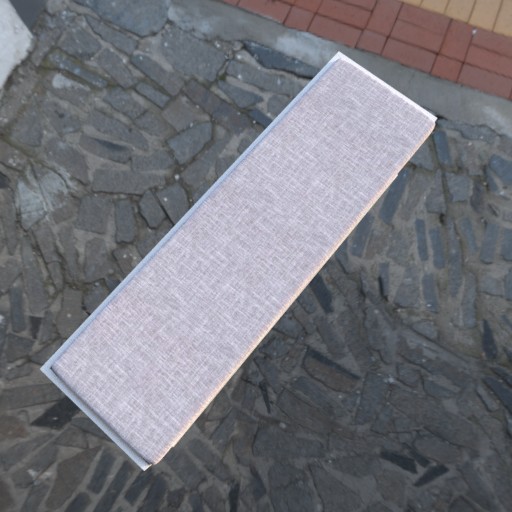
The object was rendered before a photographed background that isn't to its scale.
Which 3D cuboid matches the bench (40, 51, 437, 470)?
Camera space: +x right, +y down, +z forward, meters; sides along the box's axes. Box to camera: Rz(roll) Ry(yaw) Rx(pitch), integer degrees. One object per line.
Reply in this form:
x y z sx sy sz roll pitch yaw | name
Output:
0.000 0.000 1.362 0.363 0.453 1.196 39 78 10 | bench
